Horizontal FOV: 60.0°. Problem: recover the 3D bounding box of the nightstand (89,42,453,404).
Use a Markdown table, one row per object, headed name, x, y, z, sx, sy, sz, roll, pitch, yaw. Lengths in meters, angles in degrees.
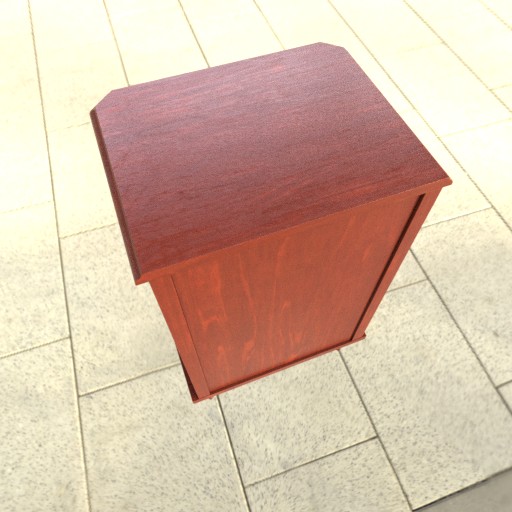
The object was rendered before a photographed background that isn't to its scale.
| name | x | y | z | sx | sy | sz | roll | pitch | yaw |
| --- | --- | --- | --- | --- | --- | --- | --- | --- | --- |
| nightstand | 0.000 | 0.000 | 0.919 | 0.435 | 0.681 | 0.351 | -18 | 60 | -11 |
